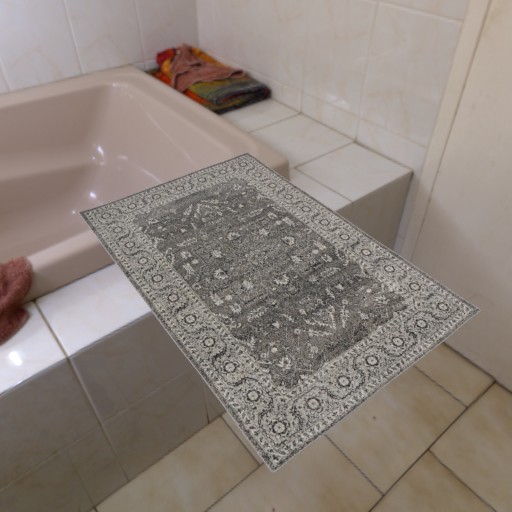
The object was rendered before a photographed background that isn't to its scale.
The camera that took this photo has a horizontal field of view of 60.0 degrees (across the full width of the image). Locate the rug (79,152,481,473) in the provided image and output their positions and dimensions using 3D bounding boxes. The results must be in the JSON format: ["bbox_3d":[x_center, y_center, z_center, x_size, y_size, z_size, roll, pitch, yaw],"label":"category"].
[{"bbox_3d":[0.000,0.000,2.294,1.209,0.019,1.828,-26,48,-26],"label":"rug"}]
